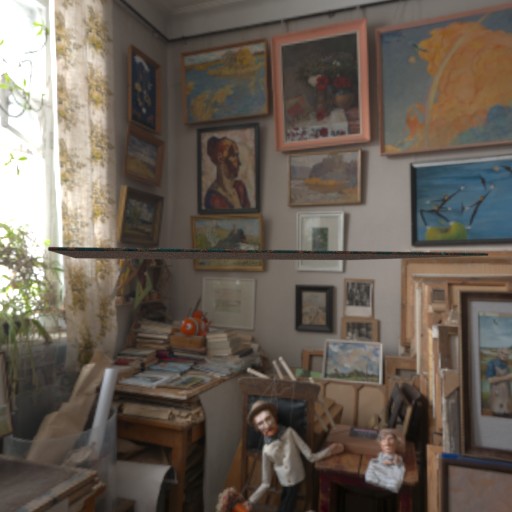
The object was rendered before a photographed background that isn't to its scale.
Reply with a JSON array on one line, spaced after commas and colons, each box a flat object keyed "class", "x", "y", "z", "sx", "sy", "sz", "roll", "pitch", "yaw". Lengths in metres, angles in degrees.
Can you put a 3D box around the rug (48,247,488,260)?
[{"class": "rug", "x": 0.000, "y": 0.000, "z": 2.306, "sx": 1.836, "sy": 0.014, "sz": 1.216, "roll": 1, "pitch": -2, "yaw": -18}]
